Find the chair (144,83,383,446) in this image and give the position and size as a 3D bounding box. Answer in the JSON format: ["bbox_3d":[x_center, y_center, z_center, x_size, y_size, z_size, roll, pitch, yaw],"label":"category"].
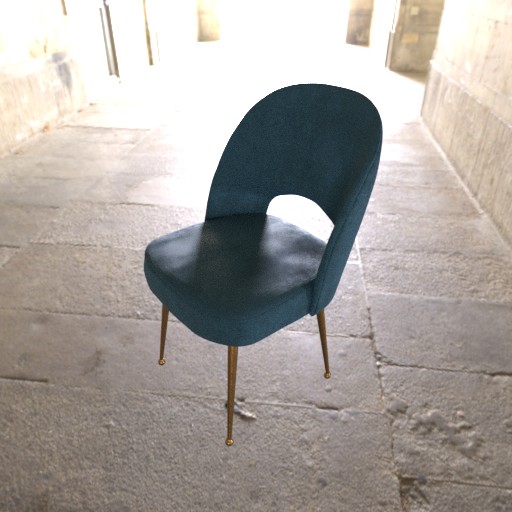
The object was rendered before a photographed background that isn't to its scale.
[{"bbox_3d":[0.000,0.000,1.272,0.577,0.860,0.527,-23,39,-32],"label":"chair"}]
